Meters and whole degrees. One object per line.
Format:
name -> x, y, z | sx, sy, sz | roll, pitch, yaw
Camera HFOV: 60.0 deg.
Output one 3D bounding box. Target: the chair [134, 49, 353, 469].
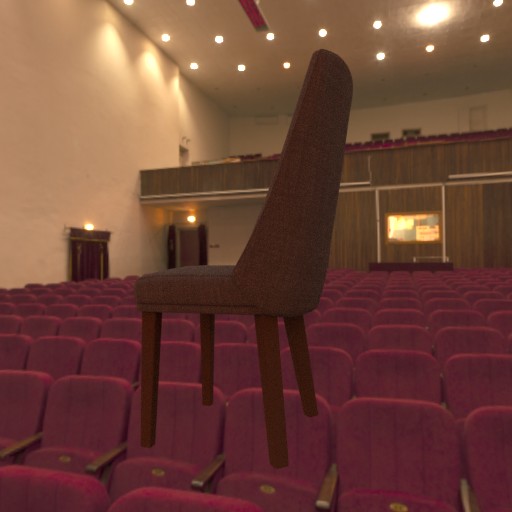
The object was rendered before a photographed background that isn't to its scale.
chair -> 0.000, 0.000, 1.341 | 0.577, 1.050, 0.510 | -1, -2, 18
